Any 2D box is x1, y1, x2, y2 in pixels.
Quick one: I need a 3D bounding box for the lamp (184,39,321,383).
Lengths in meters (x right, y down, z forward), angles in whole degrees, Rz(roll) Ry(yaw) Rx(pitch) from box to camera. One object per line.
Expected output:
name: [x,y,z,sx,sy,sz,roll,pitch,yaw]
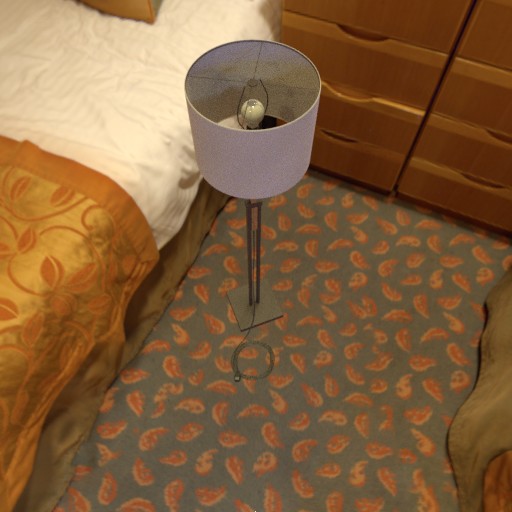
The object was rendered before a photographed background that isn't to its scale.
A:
lamp: [0.000,0.000,1.969,0.474,1.650,0.639,-18,62,-10]
